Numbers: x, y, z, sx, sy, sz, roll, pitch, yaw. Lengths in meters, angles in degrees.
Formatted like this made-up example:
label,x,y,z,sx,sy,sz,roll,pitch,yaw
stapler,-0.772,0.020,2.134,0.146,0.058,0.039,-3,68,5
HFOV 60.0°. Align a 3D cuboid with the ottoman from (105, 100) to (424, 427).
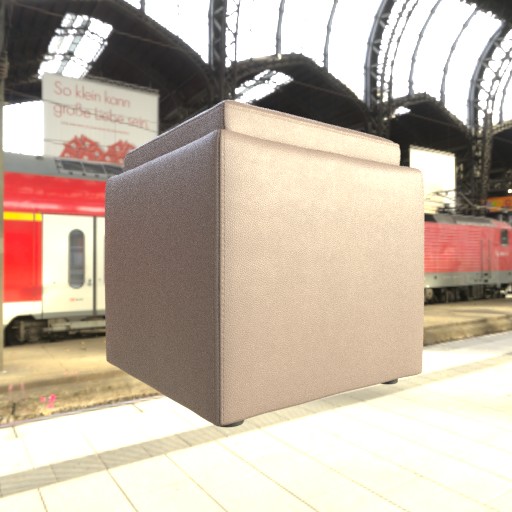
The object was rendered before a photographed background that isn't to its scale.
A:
label,x,y,z,sx,sy,sz,roll,pitch,yaw
ottoman,0.000,0.000,0.847,0.451,0.460,0.450,0,0,-36
